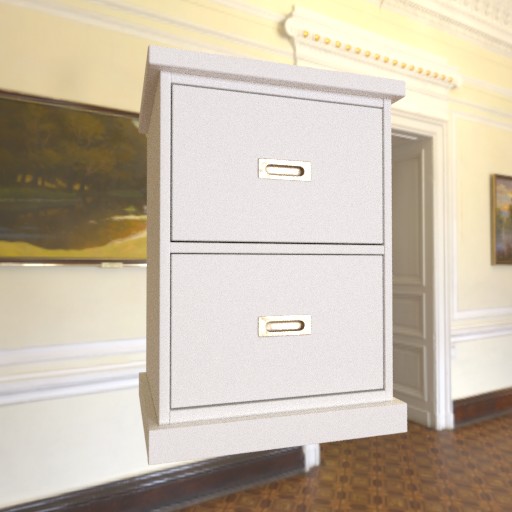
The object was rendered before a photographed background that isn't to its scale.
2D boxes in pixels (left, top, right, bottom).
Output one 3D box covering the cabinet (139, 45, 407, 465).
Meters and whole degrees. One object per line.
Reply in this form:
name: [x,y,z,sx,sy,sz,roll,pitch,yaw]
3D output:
cabinet: [0.000,0.000,1.040,0.520,0.723,0.431,0,-1,-17]
